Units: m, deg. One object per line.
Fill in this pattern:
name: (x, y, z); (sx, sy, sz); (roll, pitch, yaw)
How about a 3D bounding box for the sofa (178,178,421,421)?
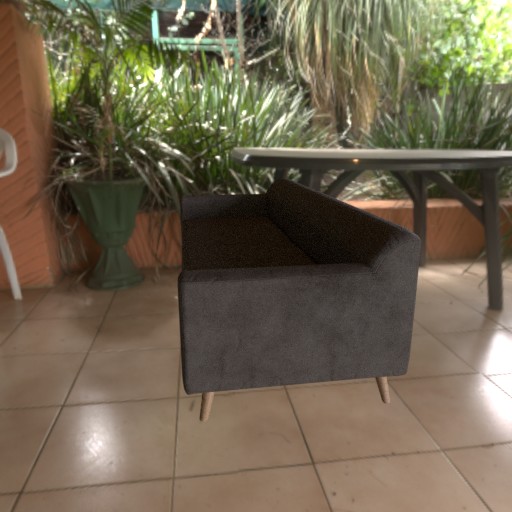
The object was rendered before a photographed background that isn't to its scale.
sofa: (0.000, 0.000, 2.683); (0.900, 0.740, 2.190); (-2, 16, -9)
